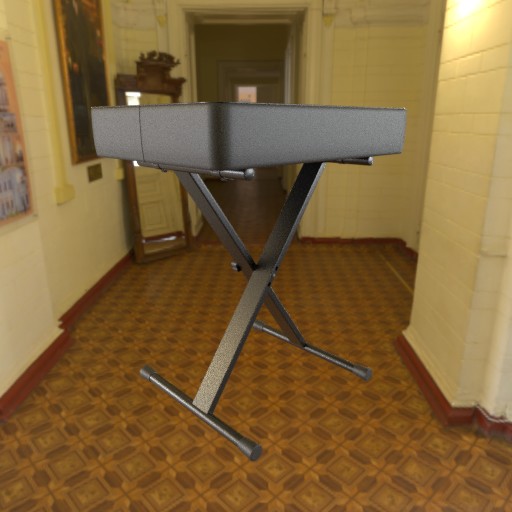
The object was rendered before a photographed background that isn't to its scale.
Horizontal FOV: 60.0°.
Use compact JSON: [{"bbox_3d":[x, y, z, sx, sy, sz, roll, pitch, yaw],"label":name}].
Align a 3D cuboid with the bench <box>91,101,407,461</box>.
[{"bbox_3d":[0.000,0.000,0.789,0.424,0.500,0.321,-16,23,-42],"label":"bench"}]
